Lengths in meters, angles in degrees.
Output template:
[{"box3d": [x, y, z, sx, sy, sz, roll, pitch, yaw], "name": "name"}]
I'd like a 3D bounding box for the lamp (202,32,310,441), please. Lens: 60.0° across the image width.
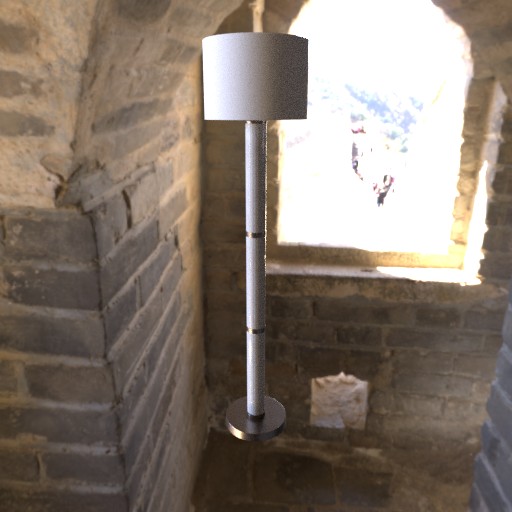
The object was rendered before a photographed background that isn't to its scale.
[{"box3d": [0.000, 0.000, 1.804, 0.377, 1.599, 0.377, -17, 24, -41], "name": "lamp"}]
